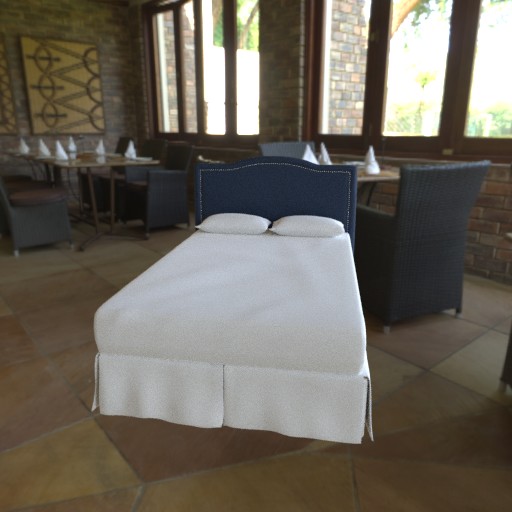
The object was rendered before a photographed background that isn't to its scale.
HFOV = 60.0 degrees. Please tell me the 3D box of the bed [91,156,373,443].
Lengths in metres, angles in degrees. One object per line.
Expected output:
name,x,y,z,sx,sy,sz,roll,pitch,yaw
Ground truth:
bed,0.000,0.000,3.590,1.741,1.441,2.507,3,16,9
